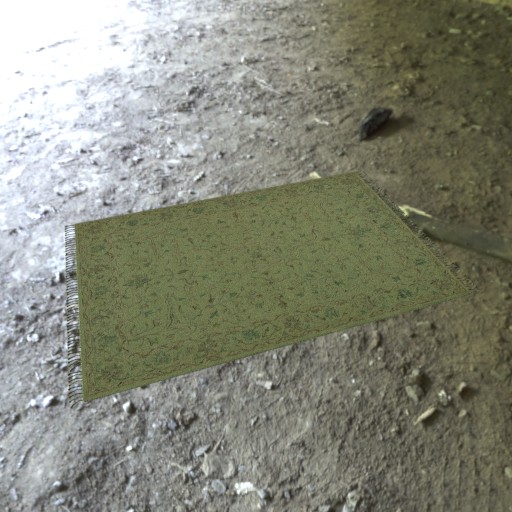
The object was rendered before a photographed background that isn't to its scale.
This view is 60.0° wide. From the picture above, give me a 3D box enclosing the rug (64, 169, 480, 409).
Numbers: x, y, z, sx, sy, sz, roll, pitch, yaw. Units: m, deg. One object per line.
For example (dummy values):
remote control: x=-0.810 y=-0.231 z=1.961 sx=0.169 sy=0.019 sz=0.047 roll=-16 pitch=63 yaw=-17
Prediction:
rug: x=0.000 y=0.000 z=2.982 sx=2.435 sy=0.010 sz=1.544 roll=-13 pitch=43 yaw=-14
